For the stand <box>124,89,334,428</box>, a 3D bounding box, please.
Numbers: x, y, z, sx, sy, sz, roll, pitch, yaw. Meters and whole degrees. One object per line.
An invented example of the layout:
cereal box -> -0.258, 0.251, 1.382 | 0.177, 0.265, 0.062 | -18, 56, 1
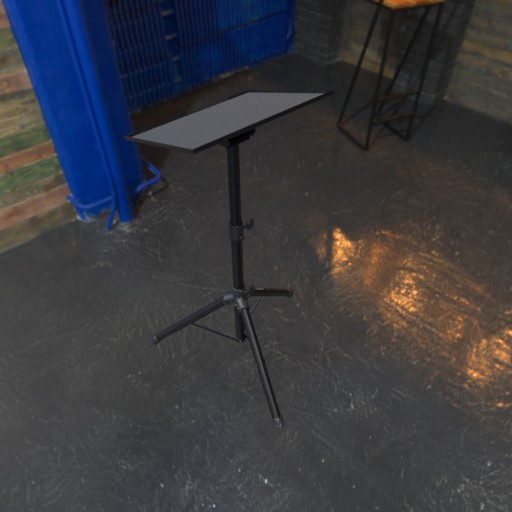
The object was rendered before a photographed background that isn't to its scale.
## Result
stand -> 0.000, 0.000, 1.588 | 0.702, 1.198, 0.702 | -31, 53, -27
